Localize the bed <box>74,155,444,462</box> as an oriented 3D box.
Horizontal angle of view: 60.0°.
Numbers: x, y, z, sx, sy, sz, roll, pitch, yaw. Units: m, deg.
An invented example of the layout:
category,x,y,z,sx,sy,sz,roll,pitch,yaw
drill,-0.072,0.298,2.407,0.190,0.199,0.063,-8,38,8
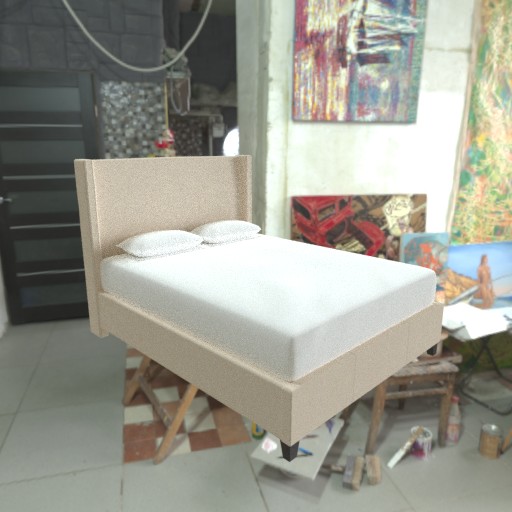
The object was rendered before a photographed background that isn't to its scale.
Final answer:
category,x,y,z,sx,sy,sz,roll,pitch,yaw
bed,0.000,0.000,3.478,1.778,1.471,2.293,-14,20,-43
